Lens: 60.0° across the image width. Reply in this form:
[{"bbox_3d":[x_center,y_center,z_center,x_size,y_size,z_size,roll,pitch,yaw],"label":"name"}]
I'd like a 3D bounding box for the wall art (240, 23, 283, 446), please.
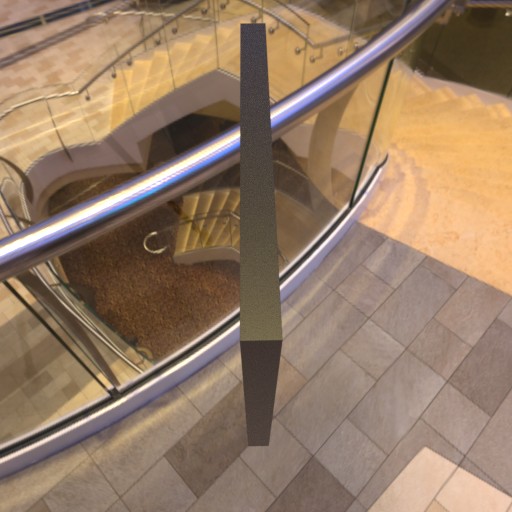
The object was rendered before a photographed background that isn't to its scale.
[{"bbox_3d":[0.000,0.000,0.744,0.038,0.508,0.508,-1,57,-1],"label":"wall art"}]
